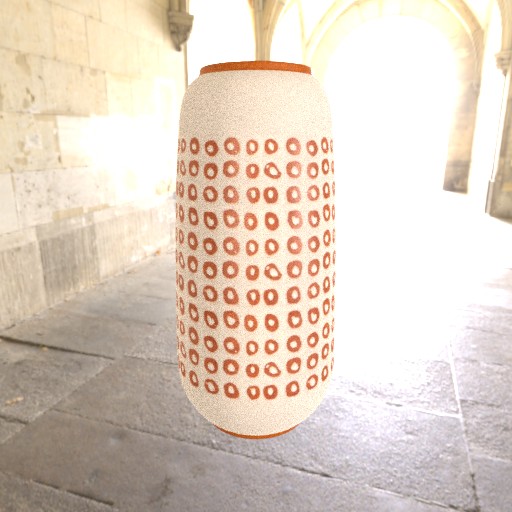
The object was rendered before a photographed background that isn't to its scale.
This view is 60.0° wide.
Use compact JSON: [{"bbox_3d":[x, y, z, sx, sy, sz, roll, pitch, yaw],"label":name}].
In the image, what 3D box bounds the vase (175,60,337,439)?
[{"bbox_3d":[0.000,0.000,0.360,0.133,0.282,0.133,0,15,0],"label":"vase"}]
